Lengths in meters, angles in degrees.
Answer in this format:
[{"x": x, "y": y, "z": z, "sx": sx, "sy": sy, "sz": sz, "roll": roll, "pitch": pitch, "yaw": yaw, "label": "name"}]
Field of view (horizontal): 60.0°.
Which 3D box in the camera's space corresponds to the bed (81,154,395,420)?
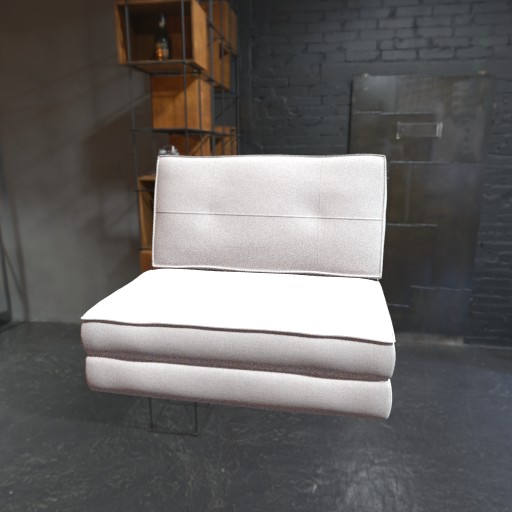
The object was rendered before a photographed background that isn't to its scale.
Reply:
[{"x": 0.000, "y": 0.000, "z": 1.375, "sx": 0.799, "sy": 0.614, "sz": 0.749, "roll": 2, "pitch": 14, "yaw": 10, "label": "bed"}]
